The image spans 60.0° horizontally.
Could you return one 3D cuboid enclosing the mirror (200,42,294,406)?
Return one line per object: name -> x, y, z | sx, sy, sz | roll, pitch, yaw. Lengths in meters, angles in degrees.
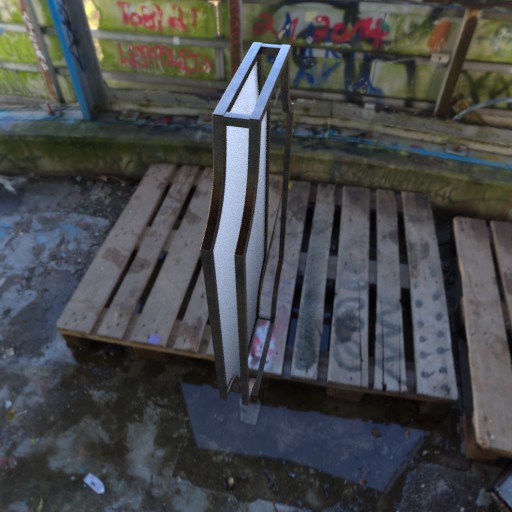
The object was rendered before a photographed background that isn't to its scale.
mirror -> 0.000, 0.000, 0.979 | 0.066, 0.811, 0.462 | 9, 47, 9
